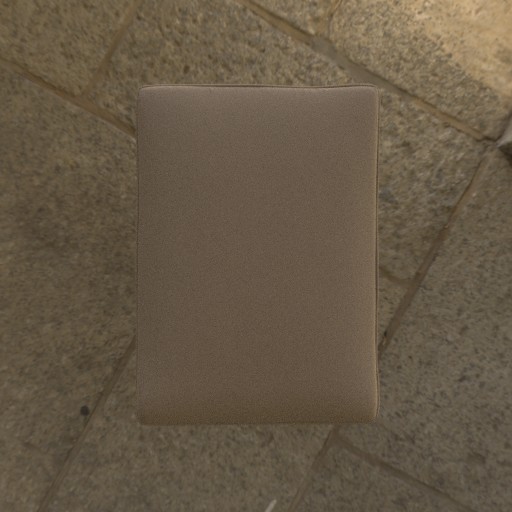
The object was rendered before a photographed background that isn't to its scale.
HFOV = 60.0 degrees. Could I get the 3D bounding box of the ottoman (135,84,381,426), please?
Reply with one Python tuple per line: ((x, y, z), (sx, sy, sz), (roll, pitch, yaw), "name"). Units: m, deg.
((0.000, 0.000, 1.355), (0.721, 0.482, 0.959), (0, 90, -1), "ottoman")
